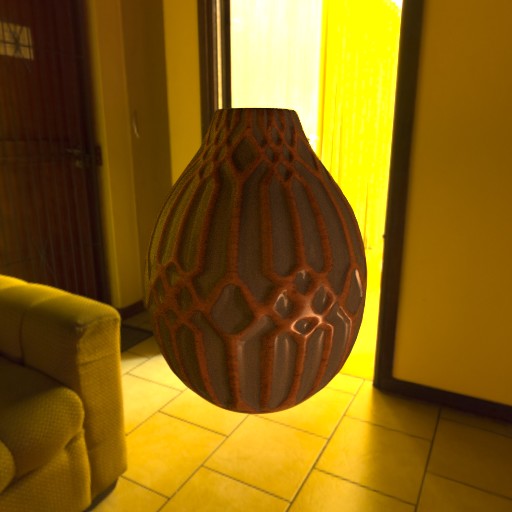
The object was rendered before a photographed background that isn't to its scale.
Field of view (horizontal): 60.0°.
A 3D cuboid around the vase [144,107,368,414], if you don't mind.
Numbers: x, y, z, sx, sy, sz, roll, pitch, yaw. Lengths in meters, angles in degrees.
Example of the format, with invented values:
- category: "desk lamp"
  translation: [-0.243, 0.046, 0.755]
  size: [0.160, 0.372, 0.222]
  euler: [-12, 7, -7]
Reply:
- category: "vase"
  translation: [0.000, 0.000, 0.140]
  size: [0.069, 0.088, 0.069]
  euler: [0, 15, 0]
